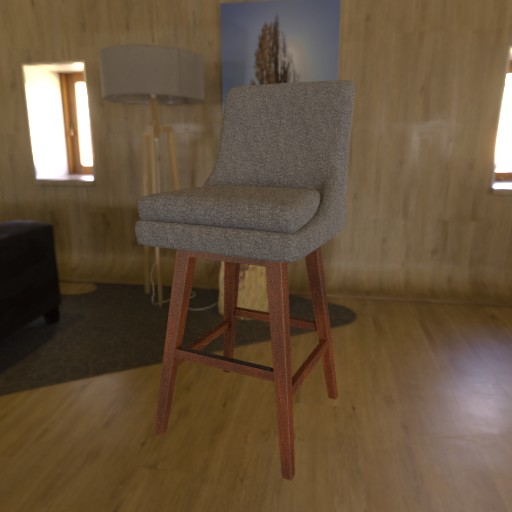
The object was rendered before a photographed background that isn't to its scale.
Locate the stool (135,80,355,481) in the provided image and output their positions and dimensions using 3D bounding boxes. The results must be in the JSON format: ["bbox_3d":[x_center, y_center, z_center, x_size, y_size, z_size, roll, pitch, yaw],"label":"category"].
[{"bbox_3d":[0.000,0.000,1.380,0.489,1.068,0.572,7,16,25],"label":"stool"}]
